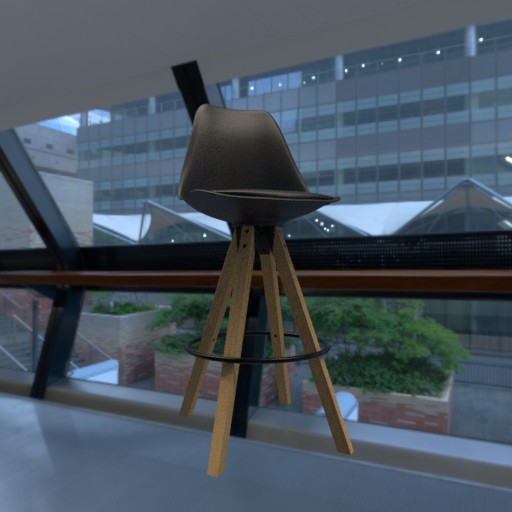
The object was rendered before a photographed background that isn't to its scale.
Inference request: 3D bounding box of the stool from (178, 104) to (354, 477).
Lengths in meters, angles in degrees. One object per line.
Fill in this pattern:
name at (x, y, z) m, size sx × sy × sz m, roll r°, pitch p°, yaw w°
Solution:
stool at (0.000, 0.000, 1.422) m, size 0.485 × 1.115 × 0.550 m, roll 0°, pitch 0°, yaw -19°
